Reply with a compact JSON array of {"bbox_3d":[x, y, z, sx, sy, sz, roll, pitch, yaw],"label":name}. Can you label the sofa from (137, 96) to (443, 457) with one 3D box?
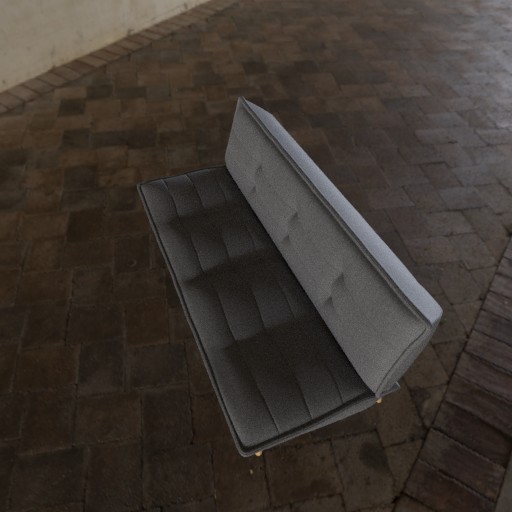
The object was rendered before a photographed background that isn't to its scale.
[{"bbox_3d":[0.000,0.000,2.480,0.950,0.890,1.940,-17,49,-15],"label":"sofa"}]
